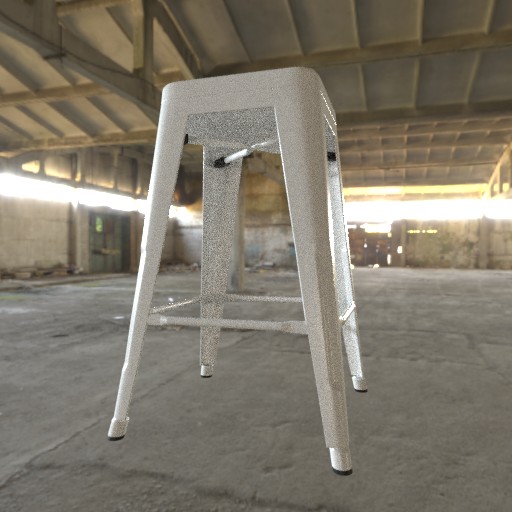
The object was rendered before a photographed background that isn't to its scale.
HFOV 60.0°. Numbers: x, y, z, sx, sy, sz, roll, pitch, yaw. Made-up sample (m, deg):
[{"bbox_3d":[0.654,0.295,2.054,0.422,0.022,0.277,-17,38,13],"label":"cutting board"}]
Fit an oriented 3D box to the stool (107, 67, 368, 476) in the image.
[{"bbox_3d":[0.000,0.000,0.868,0.406,0.610,0.406,0,1,17],"label":"stool"}]
